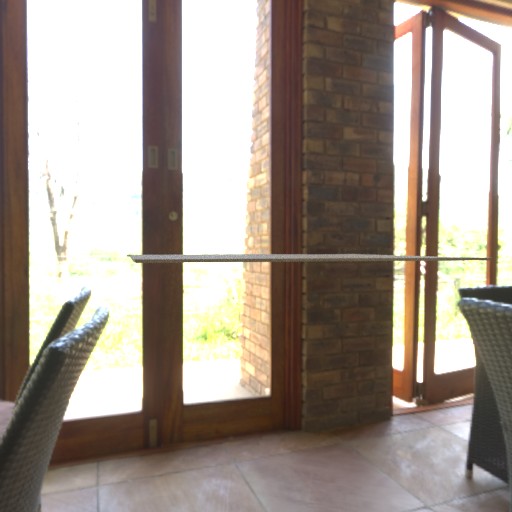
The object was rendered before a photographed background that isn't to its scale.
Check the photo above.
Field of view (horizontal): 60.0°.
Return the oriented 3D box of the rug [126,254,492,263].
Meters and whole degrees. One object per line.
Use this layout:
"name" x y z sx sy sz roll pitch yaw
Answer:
"rug" 0.000 0.000 3.669 2.032 0.038 2.869 0 1 -17
